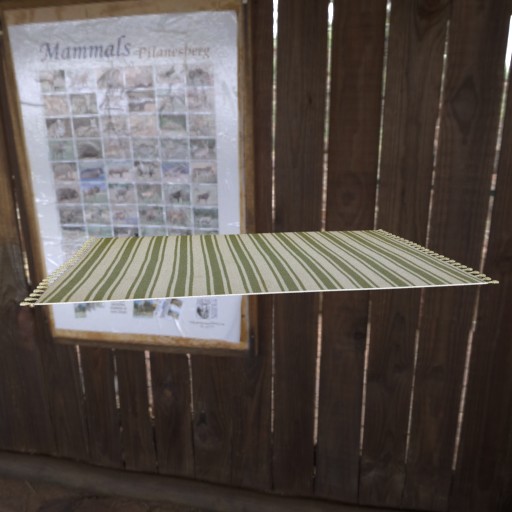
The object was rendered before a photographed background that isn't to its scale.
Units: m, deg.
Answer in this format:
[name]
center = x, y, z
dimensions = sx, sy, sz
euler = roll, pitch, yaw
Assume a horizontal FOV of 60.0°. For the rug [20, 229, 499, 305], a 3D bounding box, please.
[rug]
center = 0.000, 0.000, 2.248
dimensions = 1.875, 0.013, 1.162
euler = -2, 14, -8
